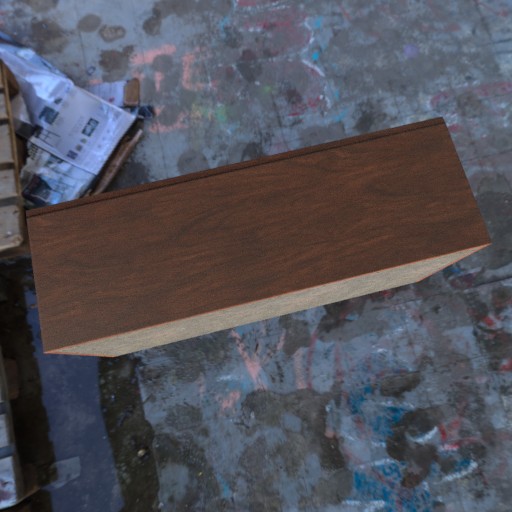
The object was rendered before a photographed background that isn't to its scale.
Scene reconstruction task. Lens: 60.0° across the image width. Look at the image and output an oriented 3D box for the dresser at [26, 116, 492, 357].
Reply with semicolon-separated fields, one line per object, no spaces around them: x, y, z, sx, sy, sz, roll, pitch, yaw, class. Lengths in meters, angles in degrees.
0.000;0.000;1.901;1.472;0.889;0.500;-13;77;-3;dresser
